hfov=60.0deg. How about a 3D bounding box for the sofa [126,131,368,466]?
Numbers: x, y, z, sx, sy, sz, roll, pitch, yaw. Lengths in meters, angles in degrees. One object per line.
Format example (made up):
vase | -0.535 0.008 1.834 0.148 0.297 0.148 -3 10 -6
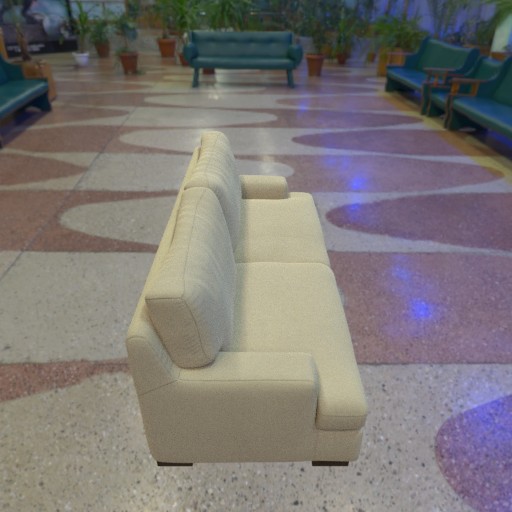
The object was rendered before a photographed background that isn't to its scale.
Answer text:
sofa | 0.000 0.000 2.606 0.929 0.925 2.147 0 32 0
